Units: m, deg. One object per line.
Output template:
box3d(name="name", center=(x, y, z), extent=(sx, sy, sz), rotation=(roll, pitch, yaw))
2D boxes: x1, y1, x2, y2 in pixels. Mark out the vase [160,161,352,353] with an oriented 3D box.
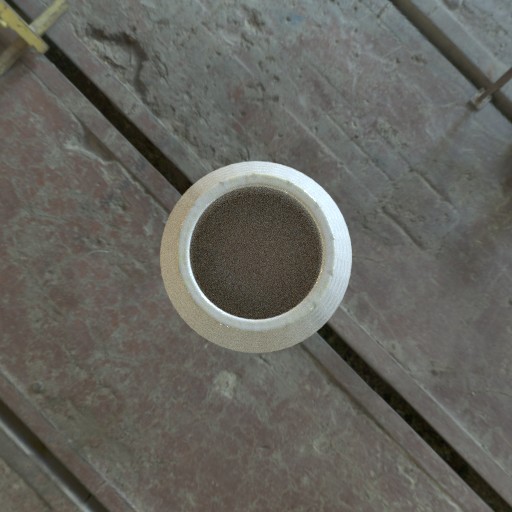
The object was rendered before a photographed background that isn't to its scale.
box3d(name="vase", center=(0.000, 0.000, 0.357), extent=(0.175, 0.230, 0.175), rotation=(0, 89, 0))
